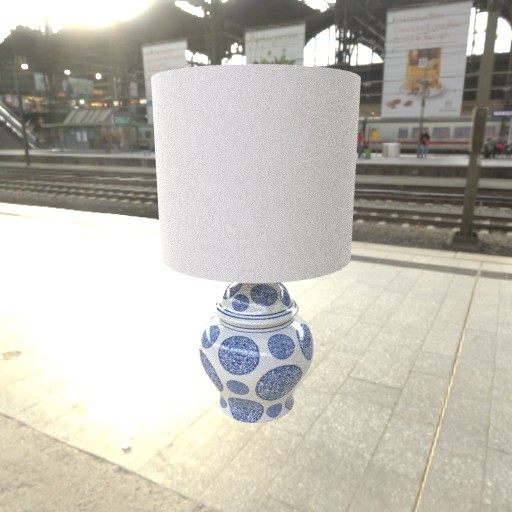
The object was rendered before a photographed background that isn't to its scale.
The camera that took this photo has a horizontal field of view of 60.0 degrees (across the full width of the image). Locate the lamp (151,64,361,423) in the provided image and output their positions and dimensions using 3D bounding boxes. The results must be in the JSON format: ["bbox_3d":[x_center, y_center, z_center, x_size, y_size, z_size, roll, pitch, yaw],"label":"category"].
[{"bbox_3d":[0.000,0.000,0.514,0.215,0.381,0.215,7,17,26],"label":"lamp"}]
